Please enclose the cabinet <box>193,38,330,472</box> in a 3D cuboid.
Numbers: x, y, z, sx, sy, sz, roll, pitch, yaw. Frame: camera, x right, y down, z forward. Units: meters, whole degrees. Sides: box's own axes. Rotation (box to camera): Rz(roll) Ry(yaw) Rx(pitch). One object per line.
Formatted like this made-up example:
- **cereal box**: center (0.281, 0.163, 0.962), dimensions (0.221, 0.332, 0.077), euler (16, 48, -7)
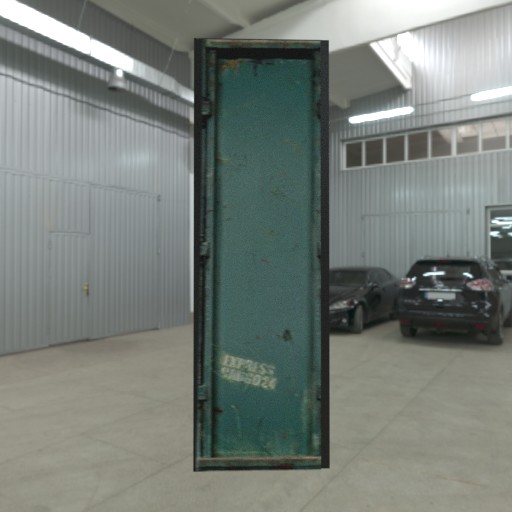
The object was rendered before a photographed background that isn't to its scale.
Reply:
- **cabinet**: center (0.000, 0.000, 3.215), dimensions (0.680, 2.160, 2.000), euler (0, -1, -2)
